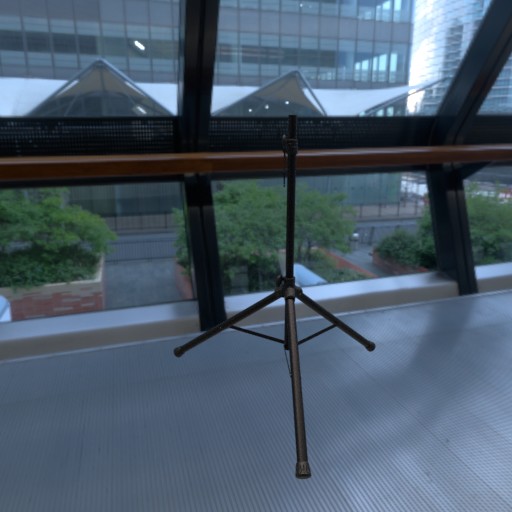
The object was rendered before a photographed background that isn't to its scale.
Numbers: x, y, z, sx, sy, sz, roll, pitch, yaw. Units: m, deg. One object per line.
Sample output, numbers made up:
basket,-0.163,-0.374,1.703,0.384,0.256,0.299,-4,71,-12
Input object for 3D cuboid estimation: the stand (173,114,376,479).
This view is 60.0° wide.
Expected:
stand,0.000,0.000,1.881,0.907,1.136,1.045,7,16,27
